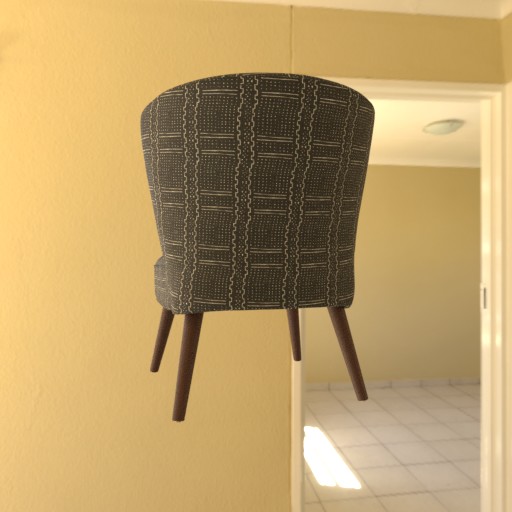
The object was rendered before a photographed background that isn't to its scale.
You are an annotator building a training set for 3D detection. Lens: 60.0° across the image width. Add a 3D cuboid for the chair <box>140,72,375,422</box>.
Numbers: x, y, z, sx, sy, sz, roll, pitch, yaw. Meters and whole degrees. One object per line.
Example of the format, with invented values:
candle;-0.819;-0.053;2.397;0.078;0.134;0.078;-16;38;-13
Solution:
chair;0.000;0.000;1.393;0.710;0.866;0.758;0;0;-18
